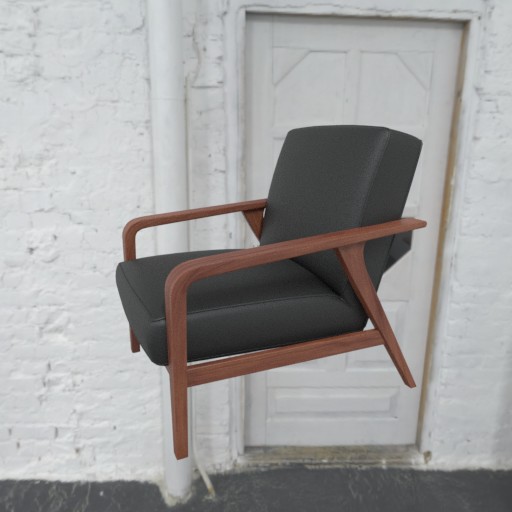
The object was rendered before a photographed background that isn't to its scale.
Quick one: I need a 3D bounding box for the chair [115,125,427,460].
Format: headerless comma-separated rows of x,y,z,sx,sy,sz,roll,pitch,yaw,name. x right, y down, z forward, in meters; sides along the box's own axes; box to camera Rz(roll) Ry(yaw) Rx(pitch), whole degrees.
0.000,0.000,1.513,0.889,0.861,0.719,-7,17,-24,chair
